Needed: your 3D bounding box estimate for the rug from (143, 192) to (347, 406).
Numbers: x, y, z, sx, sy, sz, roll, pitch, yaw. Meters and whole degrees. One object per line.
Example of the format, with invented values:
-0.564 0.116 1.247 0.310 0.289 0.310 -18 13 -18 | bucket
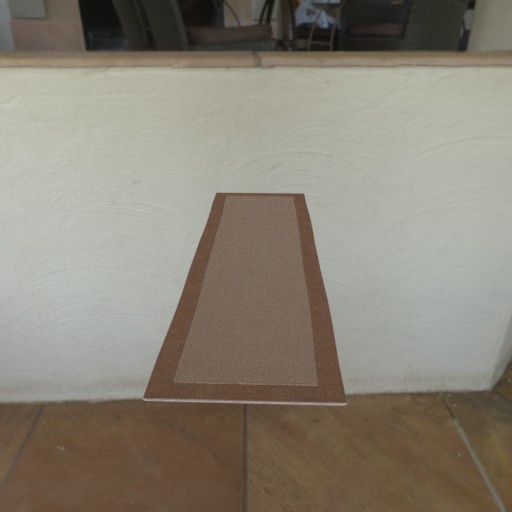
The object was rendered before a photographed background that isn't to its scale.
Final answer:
0.000 0.000 2.720 0.767 0.012 2.430 1 26 2 | rug
